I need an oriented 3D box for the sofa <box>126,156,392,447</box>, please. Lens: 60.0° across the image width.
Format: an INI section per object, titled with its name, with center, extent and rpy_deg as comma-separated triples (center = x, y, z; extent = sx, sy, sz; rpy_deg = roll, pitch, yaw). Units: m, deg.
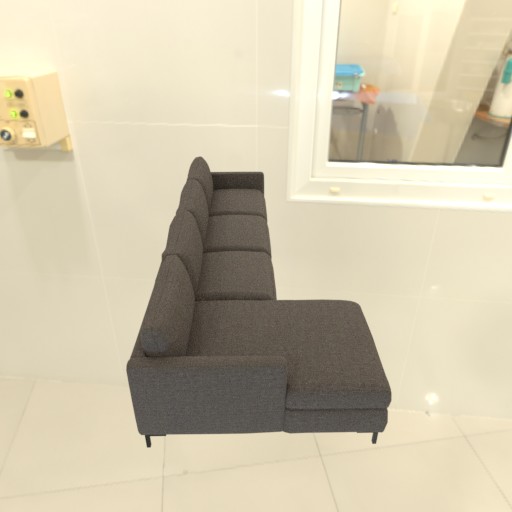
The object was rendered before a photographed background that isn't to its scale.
[sofa]
center = 0.000, 0.000, 3.260
extent = 1.258, 0.754, 2.731
rpy_deg = -1, 30, -1
